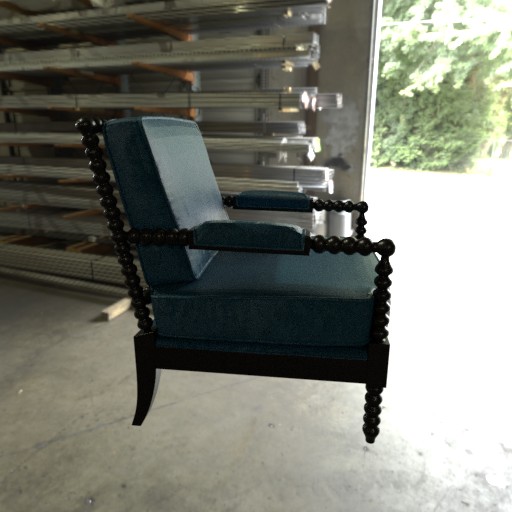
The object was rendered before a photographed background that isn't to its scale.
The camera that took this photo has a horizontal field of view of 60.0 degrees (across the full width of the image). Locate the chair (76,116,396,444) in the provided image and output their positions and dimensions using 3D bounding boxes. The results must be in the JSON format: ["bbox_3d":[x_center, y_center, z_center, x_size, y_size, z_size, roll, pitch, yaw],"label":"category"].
[{"bbox_3d":[0.000,0.000,1.424,0.805,0.857,0.688,2,16,7],"label":"chair"}]
